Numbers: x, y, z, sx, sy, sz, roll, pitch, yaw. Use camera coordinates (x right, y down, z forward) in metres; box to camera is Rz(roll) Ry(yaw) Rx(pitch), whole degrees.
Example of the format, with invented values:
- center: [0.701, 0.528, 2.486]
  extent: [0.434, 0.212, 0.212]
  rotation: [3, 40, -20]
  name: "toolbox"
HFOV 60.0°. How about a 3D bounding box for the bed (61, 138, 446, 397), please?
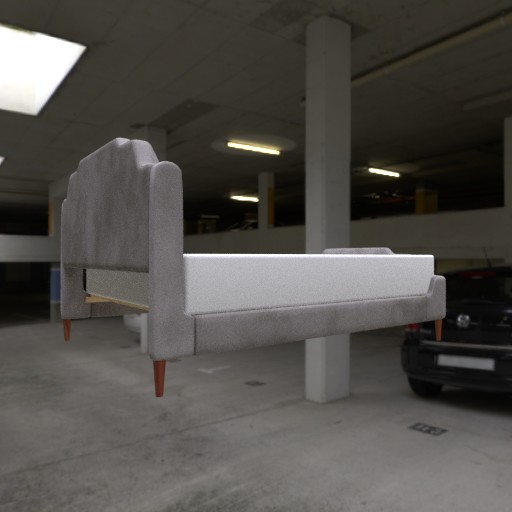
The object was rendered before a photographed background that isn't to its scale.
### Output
- center: [0.000, 0.000, 3.278]
  extent: [2.340, 1.245, 1.676]
  rotation: [0, 0, -36]
  name: "bed"
